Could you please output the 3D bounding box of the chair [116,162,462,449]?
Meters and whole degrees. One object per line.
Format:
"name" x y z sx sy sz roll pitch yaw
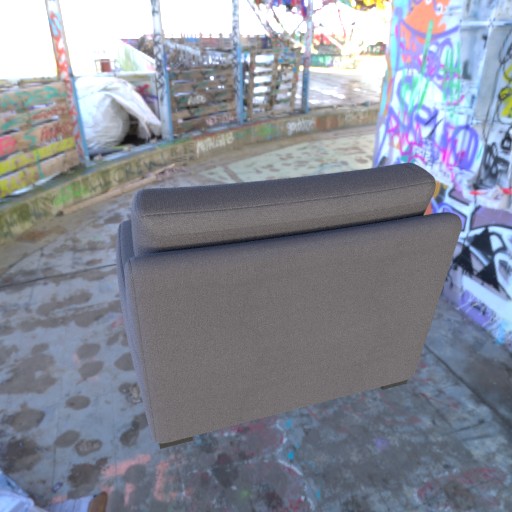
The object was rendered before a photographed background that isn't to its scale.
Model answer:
"chair" 0.000 0.000 1.936 1.168 0.940 1.143 -9 29 -16
